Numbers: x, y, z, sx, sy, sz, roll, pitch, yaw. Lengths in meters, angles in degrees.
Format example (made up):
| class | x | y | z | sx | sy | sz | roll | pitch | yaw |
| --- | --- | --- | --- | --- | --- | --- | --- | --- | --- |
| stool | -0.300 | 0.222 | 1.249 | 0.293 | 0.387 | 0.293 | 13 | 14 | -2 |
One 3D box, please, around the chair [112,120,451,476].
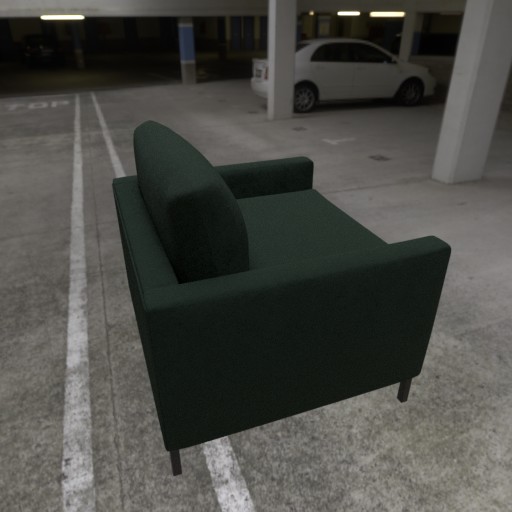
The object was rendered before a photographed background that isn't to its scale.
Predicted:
| class | x | y | z | sx | sy | sz | roll | pitch | yaw |
| --- | --- | --- | --- | --- | --- | --- | --- | --- | --- |
| chair | 0.000 | 0.000 | 1.576 | 0.866 | 0.861 | 0.963 | -10 | 31 | -18 |
